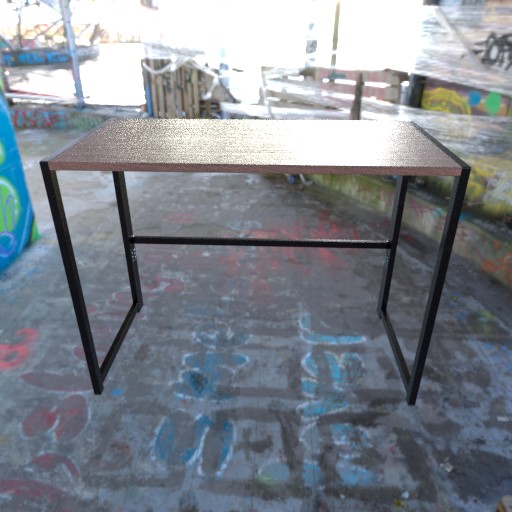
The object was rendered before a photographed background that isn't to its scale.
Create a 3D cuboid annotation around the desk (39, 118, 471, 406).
[{"bbox_3d":[0.000,0.000,1.438,1.016,0.762,0.508,1,28,2],"label":"desk"}]
